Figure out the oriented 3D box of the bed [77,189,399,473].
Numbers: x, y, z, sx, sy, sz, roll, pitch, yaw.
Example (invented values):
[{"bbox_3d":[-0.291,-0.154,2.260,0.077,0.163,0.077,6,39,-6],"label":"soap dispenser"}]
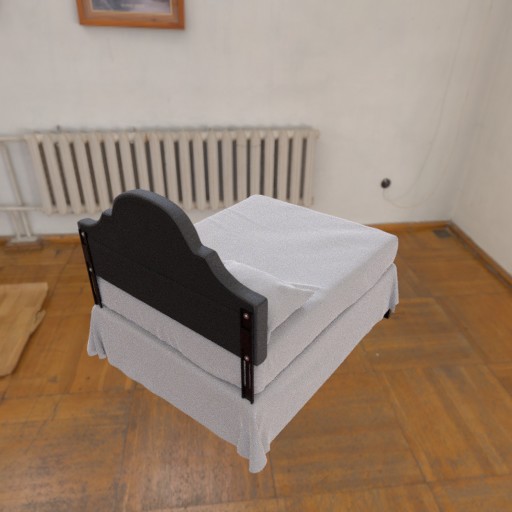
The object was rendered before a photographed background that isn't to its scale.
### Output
[{"bbox_3d":[0.000,0.000,3.464,1.780,1.634,2.222,22,37,33],"label":"bed"}]
